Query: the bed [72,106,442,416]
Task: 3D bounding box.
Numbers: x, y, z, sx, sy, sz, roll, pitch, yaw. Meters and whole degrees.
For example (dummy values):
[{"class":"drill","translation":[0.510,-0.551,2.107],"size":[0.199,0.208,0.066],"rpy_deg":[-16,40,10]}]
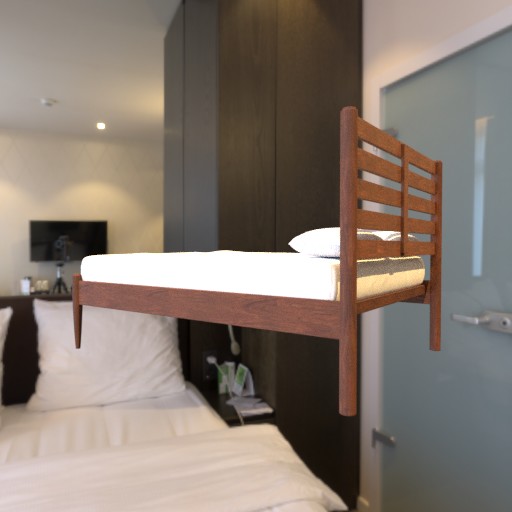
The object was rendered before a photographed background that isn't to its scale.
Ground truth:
[{"class":"bed","translation":[0.000,0.000,3.069],"size":[2.093,1.304,1.509],"rpy_deg":[1,2,36]}]
